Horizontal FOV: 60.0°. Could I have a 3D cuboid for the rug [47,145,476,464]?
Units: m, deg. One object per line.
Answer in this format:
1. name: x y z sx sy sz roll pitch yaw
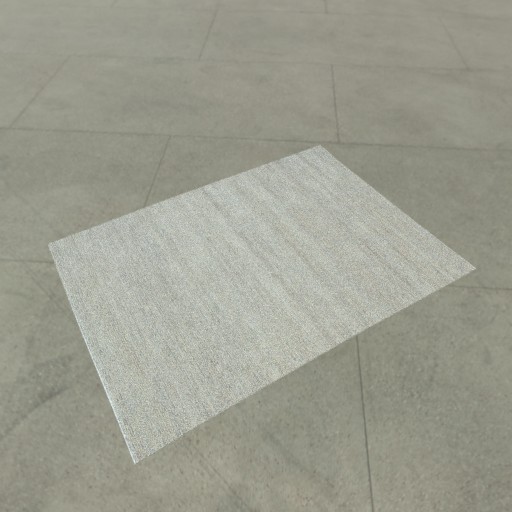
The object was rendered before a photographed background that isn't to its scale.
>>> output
1. rug: 0.000 0.000 2.857 2.264 0.030 1.624 -24 52 -20
